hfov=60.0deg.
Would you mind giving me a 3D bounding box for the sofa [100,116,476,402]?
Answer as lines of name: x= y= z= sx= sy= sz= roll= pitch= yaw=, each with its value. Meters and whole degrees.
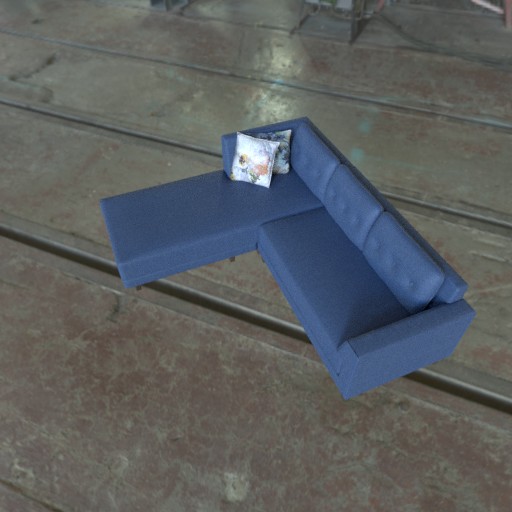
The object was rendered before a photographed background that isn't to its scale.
sofa: x=0.000 y=0.000 z=3.082 sx=1.829 sy=0.787 sz=2.120 roll=-17 pitch=49 yaw=-15
